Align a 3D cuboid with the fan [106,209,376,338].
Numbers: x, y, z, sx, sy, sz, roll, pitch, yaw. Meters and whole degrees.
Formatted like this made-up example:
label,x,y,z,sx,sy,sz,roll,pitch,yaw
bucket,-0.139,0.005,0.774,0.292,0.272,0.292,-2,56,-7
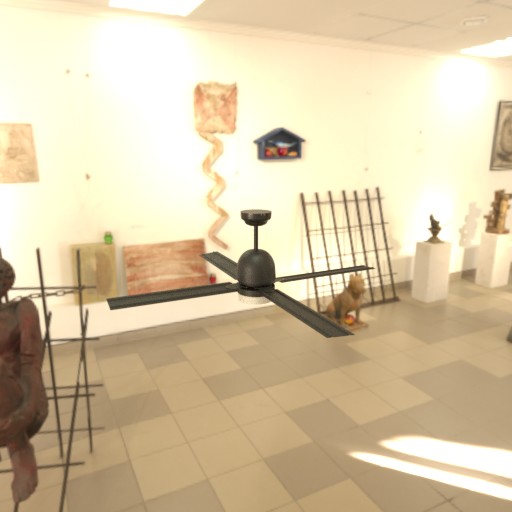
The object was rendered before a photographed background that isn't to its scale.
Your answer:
label,x,y,z,sx,sy,sz,roll,pitch,yaw
fan,0.000,0.000,2.027,1.319,0.410,1.319,-7,16,-26
